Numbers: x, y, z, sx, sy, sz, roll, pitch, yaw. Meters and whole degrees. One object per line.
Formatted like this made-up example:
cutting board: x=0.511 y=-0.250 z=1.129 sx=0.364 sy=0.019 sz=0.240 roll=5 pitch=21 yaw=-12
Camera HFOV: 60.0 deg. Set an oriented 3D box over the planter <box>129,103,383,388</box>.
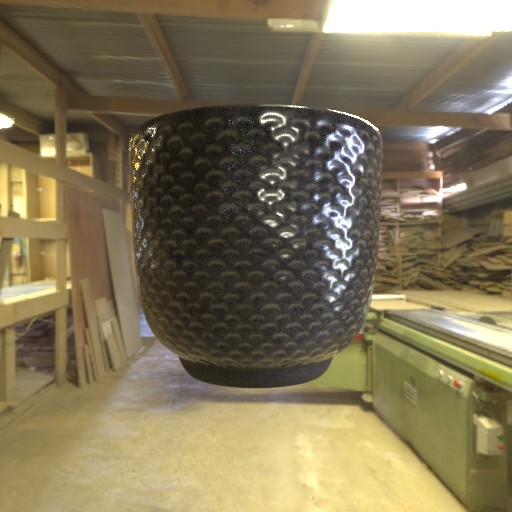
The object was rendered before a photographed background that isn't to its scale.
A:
planter: x=0.000 y=0.000 z=0.253 sx=0.140 sy=0.129 sz=0.140 roll=0 pitch=0 yaw=0
